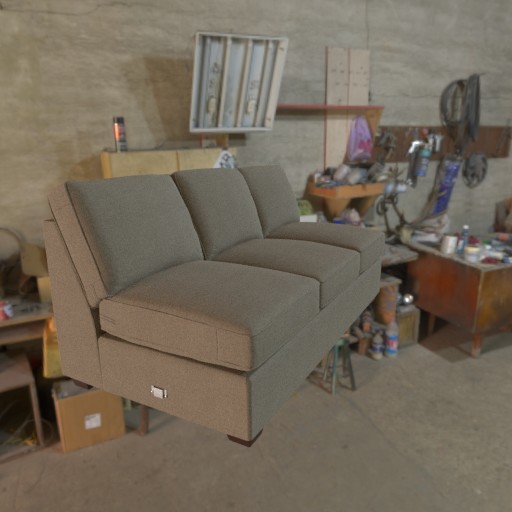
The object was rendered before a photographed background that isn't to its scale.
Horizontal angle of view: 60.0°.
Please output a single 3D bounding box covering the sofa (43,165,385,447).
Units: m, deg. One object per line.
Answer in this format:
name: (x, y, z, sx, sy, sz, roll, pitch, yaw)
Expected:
sofa: (0.000, 0.000, 2.700, 1.127, 1.036, 2.092, 8, 16, 28)
